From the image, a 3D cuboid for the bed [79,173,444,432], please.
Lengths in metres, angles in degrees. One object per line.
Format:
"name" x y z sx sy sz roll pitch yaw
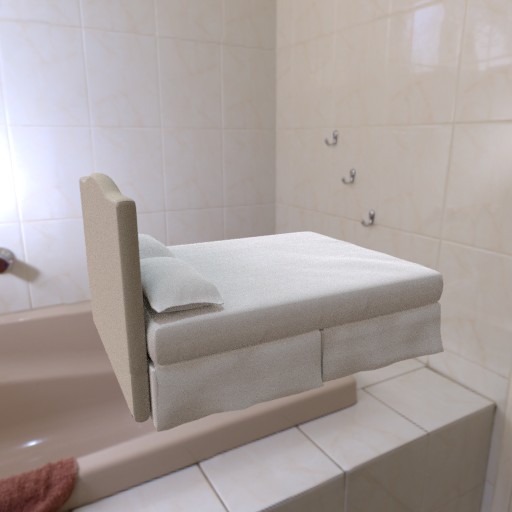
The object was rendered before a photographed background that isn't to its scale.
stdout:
"bed" 0.000 0.000 3.697 2.477 1.437 1.977 -7 16 -26
